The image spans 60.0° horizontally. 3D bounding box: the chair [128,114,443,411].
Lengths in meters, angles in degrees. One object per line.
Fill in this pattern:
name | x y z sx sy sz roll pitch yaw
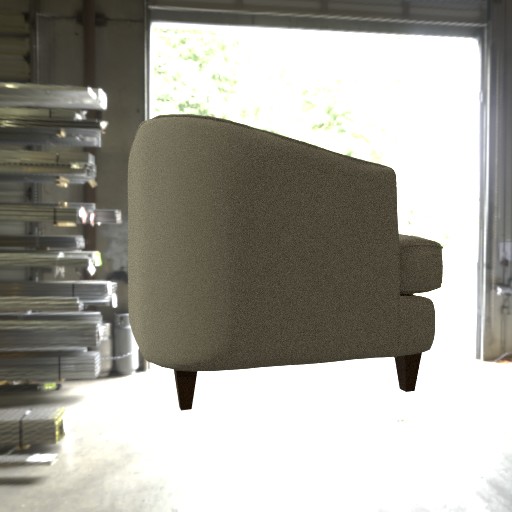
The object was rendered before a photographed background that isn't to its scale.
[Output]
chair | 0.000 0.000 1.744 0.941 0.852 1.104 0 1 -20
